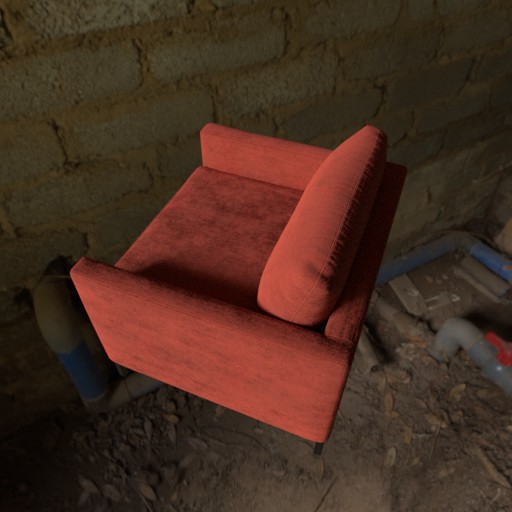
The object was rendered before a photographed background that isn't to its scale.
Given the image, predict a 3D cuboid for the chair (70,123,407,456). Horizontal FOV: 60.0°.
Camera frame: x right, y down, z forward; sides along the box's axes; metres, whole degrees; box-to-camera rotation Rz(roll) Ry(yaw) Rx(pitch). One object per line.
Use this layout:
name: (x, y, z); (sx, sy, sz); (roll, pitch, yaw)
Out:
chair: (0.000, 0.000, 1.650); (0.875, 0.812, 0.964); (16, 48, 15)
